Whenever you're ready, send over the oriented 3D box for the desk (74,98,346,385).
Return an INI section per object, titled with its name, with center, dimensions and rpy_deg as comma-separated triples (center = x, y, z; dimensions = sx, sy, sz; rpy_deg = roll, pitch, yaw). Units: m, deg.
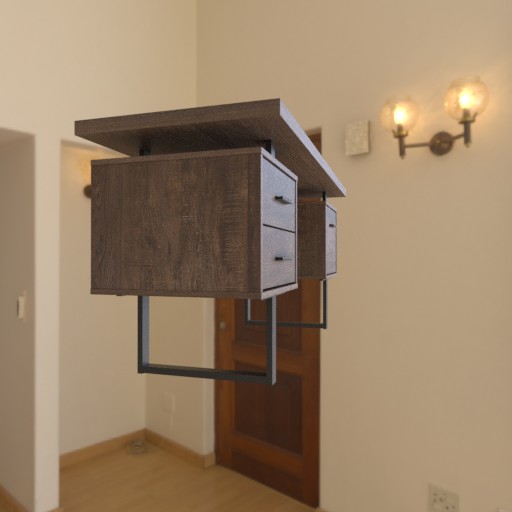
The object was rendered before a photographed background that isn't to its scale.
[desk]
center = 0.000, 0.000, 1.890
dimensions = 0.600, 0.760, 1.524
rpy_deg = 0, 0, 17
